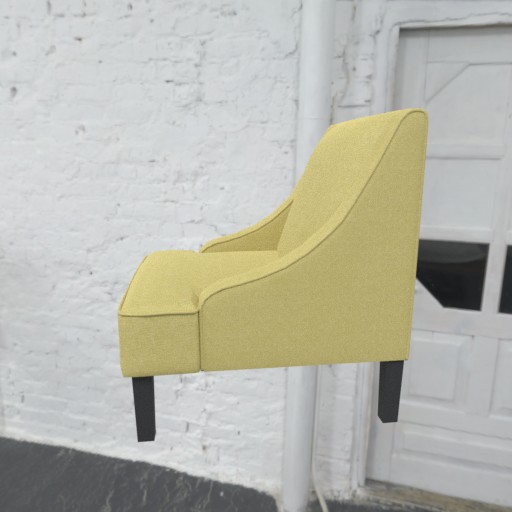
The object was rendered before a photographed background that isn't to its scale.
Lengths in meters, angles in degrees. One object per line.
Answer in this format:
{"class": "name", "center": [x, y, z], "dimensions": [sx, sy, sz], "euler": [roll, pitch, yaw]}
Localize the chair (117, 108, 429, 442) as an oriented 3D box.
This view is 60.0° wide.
{"class": "chair", "center": [0.000, 0.000, 1.488], "dimensions": [0.814, 0.896, 0.696], "euler": [-2, 13, -7]}
